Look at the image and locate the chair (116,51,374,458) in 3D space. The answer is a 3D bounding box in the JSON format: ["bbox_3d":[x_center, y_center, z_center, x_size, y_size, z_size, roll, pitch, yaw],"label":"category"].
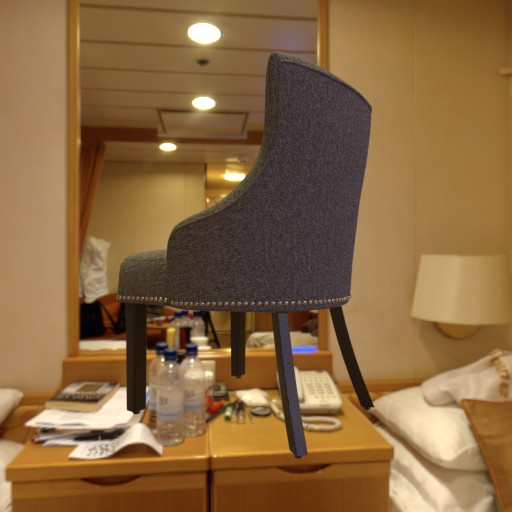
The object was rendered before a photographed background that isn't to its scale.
[{"bbox_3d":[0.000,0.000,1.316,0.629,0.909,0.566,0,0,37],"label":"chair"}]
